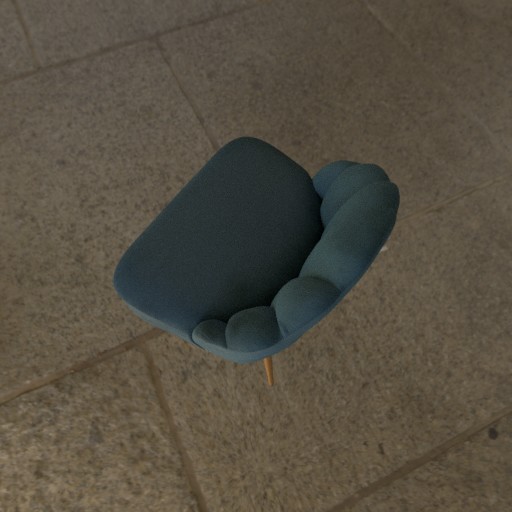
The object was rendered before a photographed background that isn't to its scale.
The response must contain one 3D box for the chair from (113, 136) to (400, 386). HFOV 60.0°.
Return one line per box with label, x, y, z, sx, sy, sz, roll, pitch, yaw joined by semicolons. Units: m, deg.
chair;0.000;0.000;1.289;0.599;0.819;0.657;32;68;15
